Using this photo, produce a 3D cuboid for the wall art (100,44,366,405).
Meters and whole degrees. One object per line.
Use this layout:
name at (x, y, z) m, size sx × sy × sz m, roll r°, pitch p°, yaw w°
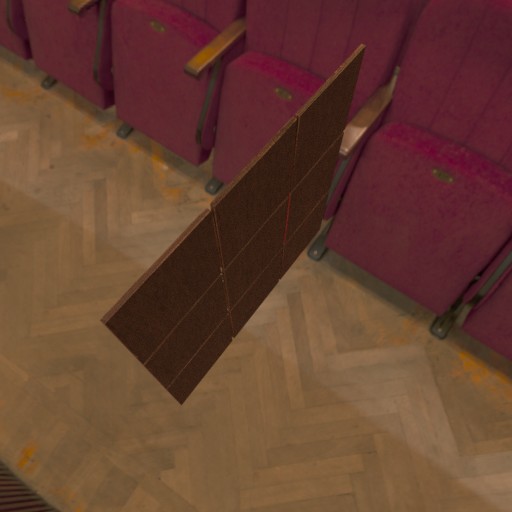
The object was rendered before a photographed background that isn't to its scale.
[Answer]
wall art at (0.000, 0.000, 1.361) m, size 0.013 × 0.914 × 0.915 m, roll 34°, pitch 68°, yaw 16°
